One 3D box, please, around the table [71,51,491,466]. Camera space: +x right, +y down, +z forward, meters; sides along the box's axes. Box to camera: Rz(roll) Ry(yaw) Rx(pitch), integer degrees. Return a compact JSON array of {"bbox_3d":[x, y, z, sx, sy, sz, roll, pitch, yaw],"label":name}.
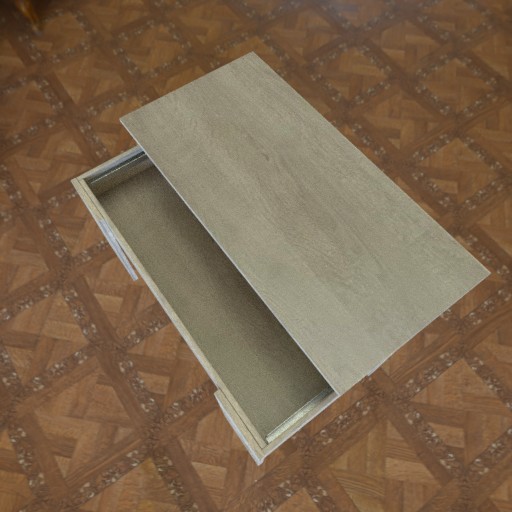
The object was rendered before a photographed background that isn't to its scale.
[{"bbox_3d":[0.000,0.000,1.438,0.711,0.570,1.000,-33,68,-16],"label":"table"}]
